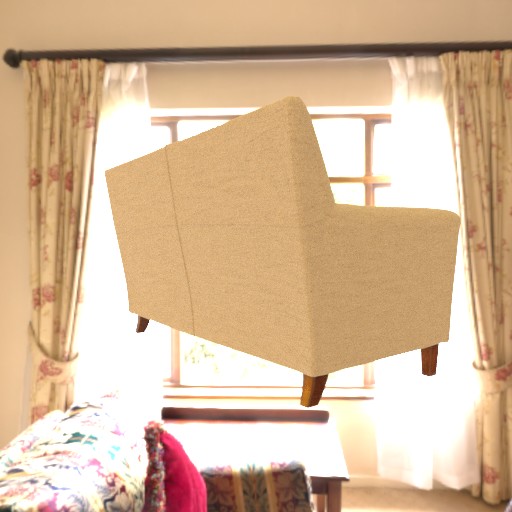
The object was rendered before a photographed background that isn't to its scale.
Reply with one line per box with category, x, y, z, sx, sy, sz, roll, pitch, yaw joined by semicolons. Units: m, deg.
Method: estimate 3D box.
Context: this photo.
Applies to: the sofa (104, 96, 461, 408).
sofa;0.000;0.000;1.995;0.891;0.892;1.482;-1;2;-36
